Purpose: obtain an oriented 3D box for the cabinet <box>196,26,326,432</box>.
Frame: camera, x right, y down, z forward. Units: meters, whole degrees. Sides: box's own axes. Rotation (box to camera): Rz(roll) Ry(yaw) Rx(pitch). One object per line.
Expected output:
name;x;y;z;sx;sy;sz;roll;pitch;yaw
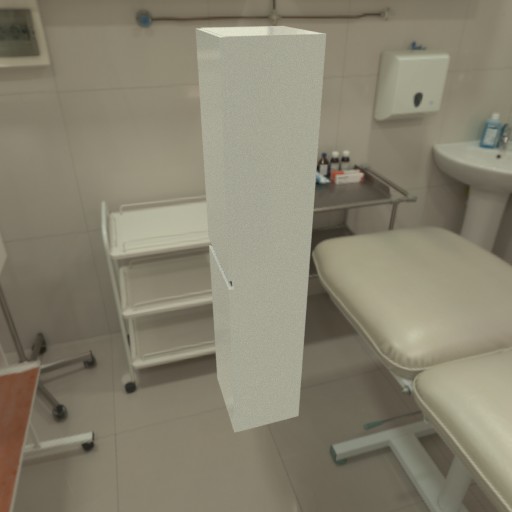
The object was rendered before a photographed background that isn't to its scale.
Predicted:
cabinet;0.000;0.000;1.541;0.270;1.400;0.300;-9;32;-15
